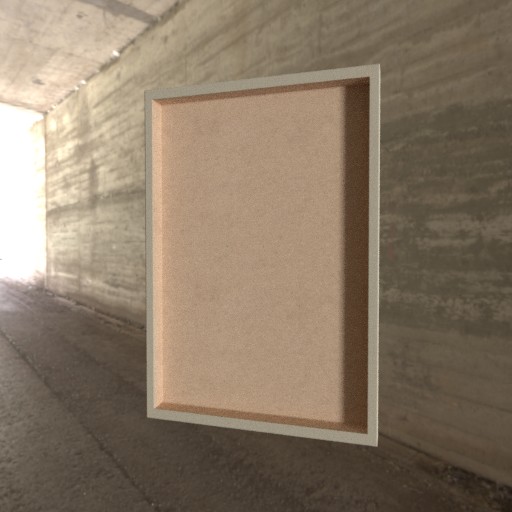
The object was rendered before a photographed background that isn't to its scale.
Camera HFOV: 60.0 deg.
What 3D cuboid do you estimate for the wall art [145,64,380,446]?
[{"bbox_3d":[0.000,0.000,0.783,0.418,0.608,0.038,0,1,17],"label":"wall art"}]
